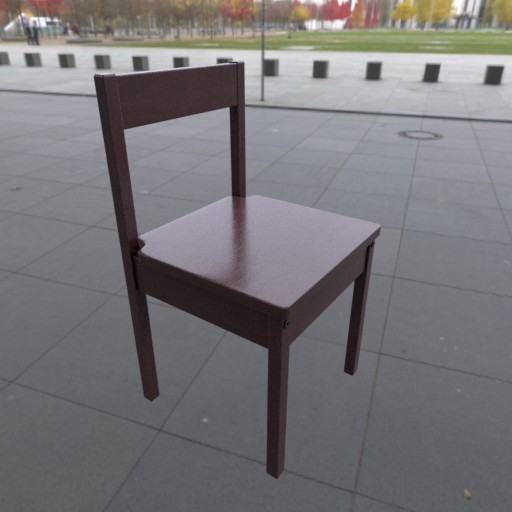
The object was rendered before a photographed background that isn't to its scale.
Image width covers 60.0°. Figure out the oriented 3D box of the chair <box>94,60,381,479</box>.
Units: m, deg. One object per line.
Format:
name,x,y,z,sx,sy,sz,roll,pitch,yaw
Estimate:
chair,0.000,0.000,0.866,0.361,0.668,0.367,18,33,31
